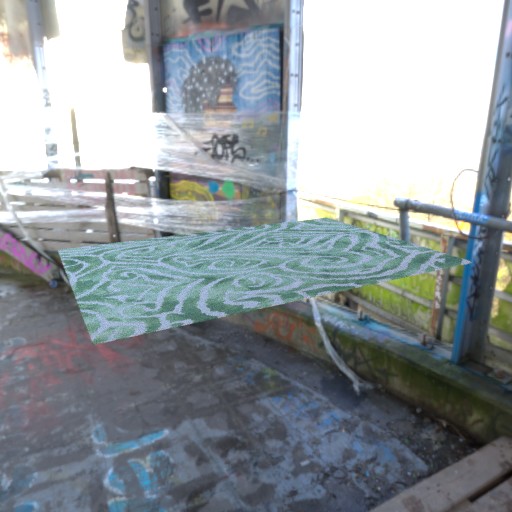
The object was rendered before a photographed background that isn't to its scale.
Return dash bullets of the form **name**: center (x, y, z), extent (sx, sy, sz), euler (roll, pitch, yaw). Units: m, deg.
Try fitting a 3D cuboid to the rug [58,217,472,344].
- **rug**: center (0.000, 0.000, 2.336), extent (1.826, 0.006, 1.220), euler (-9, 19, -27)
